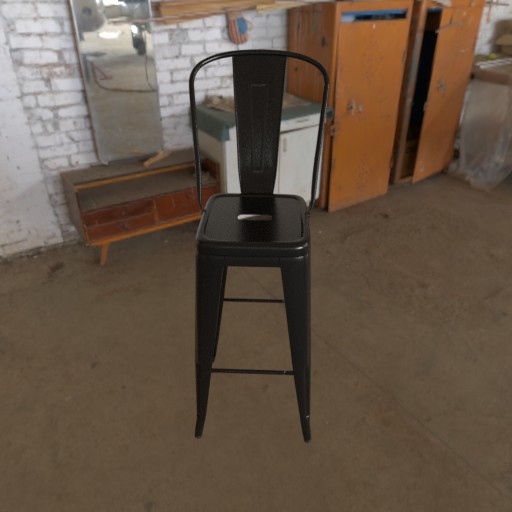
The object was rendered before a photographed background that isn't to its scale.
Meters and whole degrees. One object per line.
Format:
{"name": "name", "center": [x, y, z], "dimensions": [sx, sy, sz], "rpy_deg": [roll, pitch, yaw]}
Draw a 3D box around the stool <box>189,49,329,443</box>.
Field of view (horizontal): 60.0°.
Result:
{"name": "stool", "center": [0.000, 0.000, 1.358], "dimensions": [0.399, 1.096, 0.513], "rpy_deg": [1, 32, 2]}
